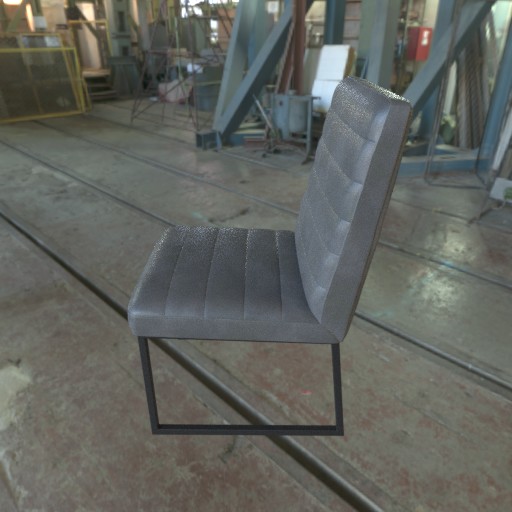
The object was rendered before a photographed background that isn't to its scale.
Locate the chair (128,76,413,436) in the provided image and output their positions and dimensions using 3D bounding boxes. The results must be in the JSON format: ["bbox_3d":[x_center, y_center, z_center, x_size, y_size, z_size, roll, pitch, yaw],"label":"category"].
[{"bbox_3d":[0.000,0.000,1.276,0.634,0.930,0.520,0,27,0],"label":"chair"}]
